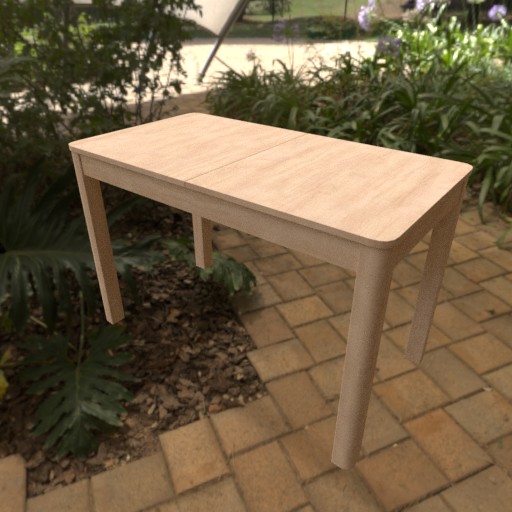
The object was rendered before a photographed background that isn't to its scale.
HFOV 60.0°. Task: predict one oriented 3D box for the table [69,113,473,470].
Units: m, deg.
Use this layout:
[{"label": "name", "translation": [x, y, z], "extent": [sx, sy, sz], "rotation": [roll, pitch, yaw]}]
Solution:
[{"label": "table", "translation": [0.000, 0.000, 1.914], "extent": [1.400, 0.900, 0.750], "rotation": [21, 36, 32]}]
